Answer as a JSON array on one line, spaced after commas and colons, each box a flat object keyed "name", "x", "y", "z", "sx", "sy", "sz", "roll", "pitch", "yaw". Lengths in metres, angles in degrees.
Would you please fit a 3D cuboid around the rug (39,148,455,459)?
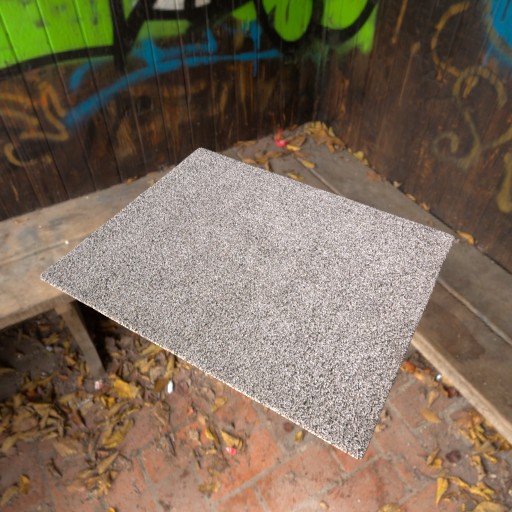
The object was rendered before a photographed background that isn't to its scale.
[{"name": "rug", "x": 0.000, "y": 0.000, "z": 4.110, "sx": 3.047, "sy": 0.029, "sz": 2.438, "roll": 23, "pitch": 50, "yaw": 21}]
